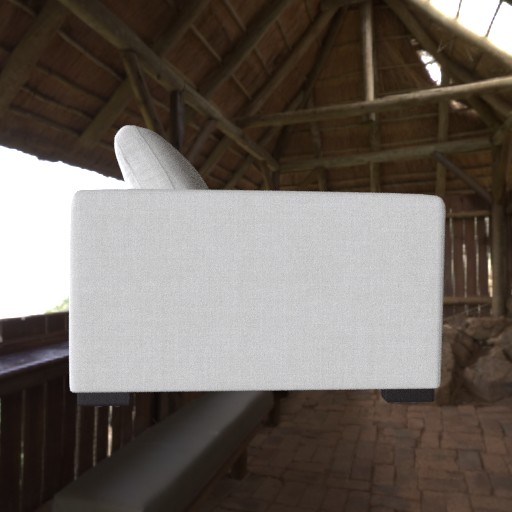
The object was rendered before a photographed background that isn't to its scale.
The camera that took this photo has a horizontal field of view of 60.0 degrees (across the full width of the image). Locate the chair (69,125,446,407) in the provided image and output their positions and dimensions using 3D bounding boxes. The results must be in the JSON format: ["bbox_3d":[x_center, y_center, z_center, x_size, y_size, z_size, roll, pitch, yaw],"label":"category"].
[{"bbox_3d":[0.000,0.000,1.797,1.100,0.876,1.070,0,0,-2],"label":"chair"}]
